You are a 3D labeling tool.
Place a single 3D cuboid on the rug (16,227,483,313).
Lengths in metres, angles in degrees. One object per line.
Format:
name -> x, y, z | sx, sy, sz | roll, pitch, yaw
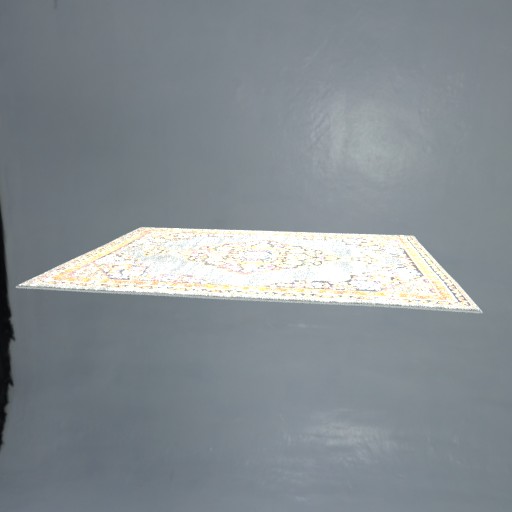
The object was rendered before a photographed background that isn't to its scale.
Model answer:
rug -> 0.000, 0.000, 3.680 | 2.901, 0.026, 2.043 | 2, 15, 8
